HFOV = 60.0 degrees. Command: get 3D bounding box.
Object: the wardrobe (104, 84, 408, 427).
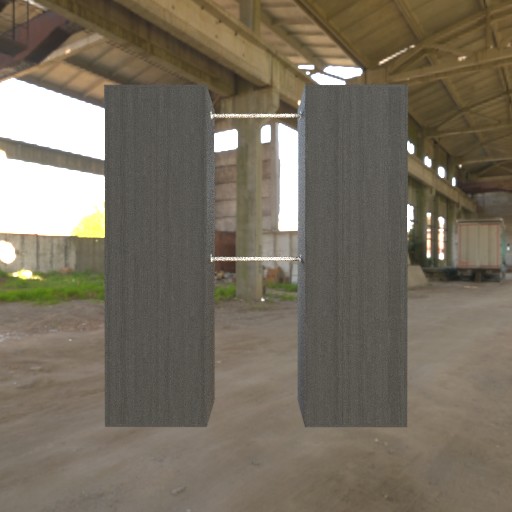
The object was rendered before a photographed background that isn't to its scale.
[{"bbox_3d":[0.000,0.000,2.828,1.770,2.000,0.480,0,0,0],"label":"wardrobe"}]
